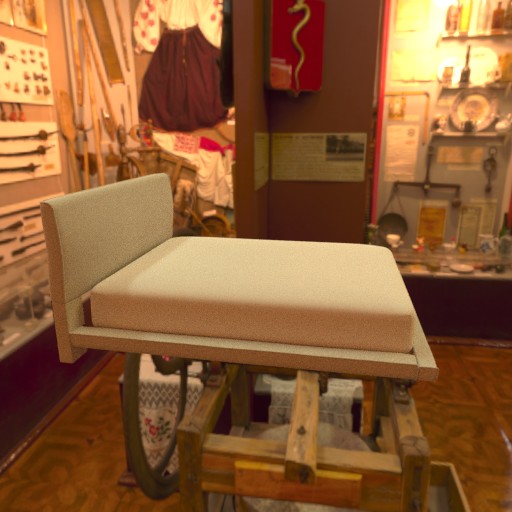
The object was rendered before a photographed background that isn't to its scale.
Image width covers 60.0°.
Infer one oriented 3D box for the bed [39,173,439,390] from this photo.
[{"bbox_3d":[0.000,0.000,3.386,2.368,1.067,1.840,3,16,10],"label":"bed"}]
